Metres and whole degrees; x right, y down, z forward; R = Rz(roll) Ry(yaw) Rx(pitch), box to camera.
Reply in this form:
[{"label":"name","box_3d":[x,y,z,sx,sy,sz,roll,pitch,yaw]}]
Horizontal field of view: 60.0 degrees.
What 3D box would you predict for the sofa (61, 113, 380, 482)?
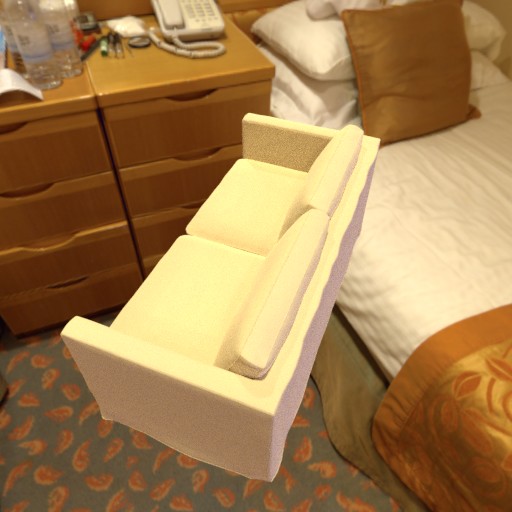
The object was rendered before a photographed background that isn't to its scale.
[{"label":"sofa","box_3d":[0.000,0.000,2.485,0.940,0.870,1.987,16,48,15]}]
